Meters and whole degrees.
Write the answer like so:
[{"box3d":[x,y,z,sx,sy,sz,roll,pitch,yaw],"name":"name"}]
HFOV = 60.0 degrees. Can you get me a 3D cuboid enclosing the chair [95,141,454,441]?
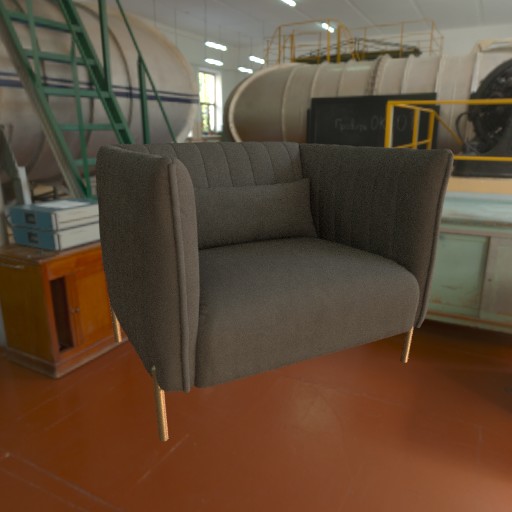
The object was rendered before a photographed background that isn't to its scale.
[{"box3d":[0.000,0.000,1.593,0.981,0.779,0.873,-8,18,-27],"name":"chair"}]
